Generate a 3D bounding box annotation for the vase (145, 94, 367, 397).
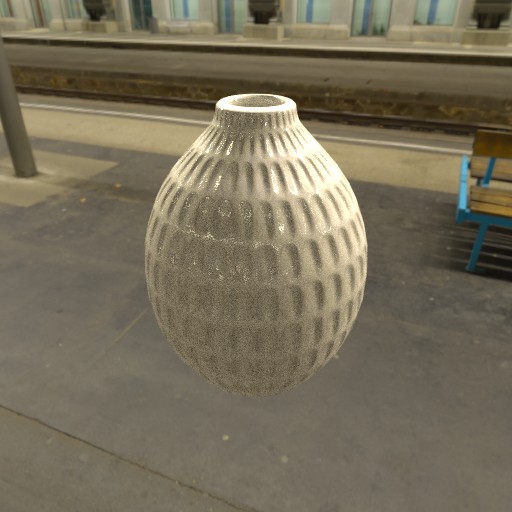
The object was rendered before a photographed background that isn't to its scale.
[{"bbox_3d":[0.000,0.000,0.330,0.162,0.223,0.162,0,30,0],"label":"vase"}]
